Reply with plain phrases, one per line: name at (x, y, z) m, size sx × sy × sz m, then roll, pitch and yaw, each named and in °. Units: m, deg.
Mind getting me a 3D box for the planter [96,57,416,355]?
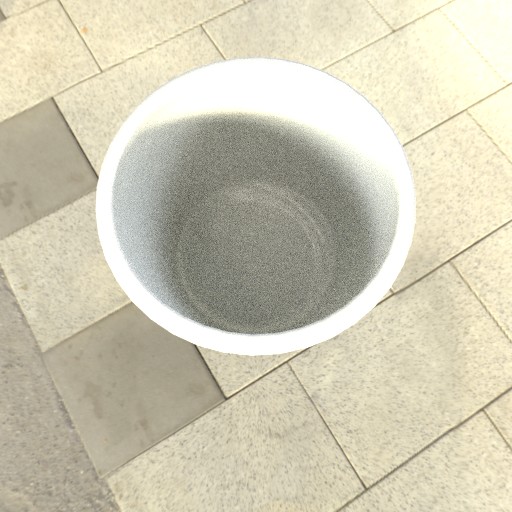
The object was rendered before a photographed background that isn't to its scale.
planter at (0.000, 0.000, 0.557) m, size 0.265 × 0.404 × 0.265 m, roll -33°, pitch 77°, yaw -9°
